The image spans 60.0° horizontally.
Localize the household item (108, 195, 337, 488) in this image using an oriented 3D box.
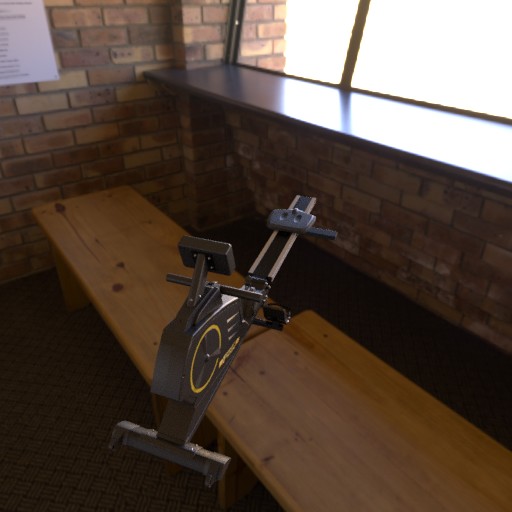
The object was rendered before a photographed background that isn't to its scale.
[{"bbox_3d":[0.000,0.000,2.502,0.521,0.810,2.251,11,33,18],"label":"household item"}]
